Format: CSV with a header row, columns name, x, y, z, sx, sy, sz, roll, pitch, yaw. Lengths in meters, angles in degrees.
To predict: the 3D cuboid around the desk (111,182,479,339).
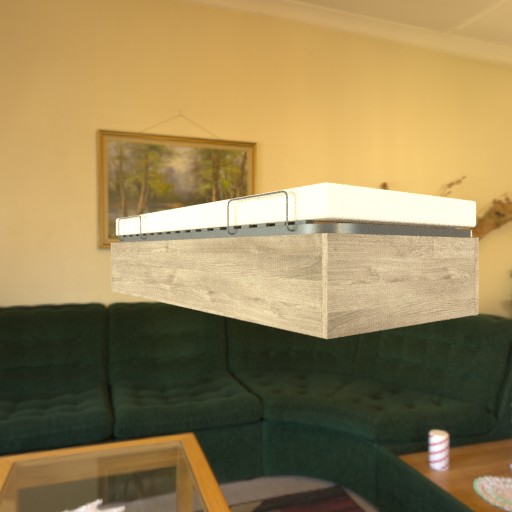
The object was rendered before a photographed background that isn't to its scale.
name,x,y,z,sx,sy,sz,roll,pitch,yaw
desk,0.000,0.000,2.286,0.900,0.455,1.900,0,1,-36
